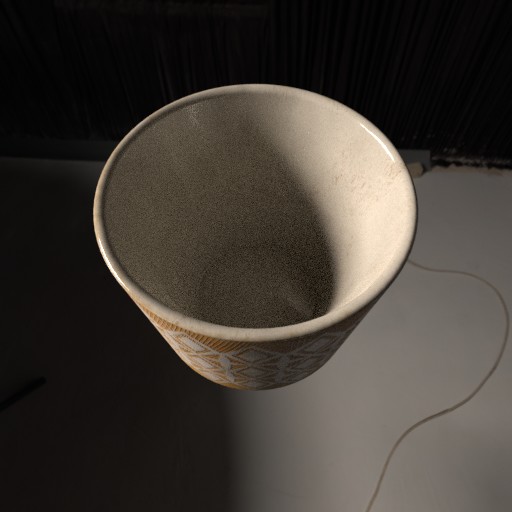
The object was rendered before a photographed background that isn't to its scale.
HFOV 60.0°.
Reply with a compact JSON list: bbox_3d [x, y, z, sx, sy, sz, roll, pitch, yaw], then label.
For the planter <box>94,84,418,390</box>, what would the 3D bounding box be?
[{"bbox_3d":[0.000,0.000,0.219,0.126,0.104,0.126,0,59,0],"label":"planter"}]
